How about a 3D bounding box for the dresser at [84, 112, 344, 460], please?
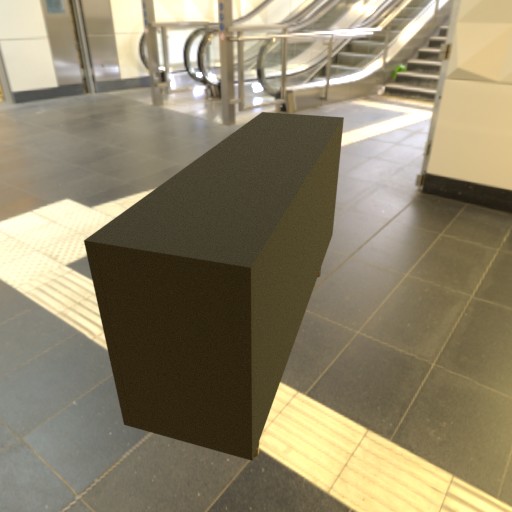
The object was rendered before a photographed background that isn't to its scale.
[{"bbox_3d":[0.000,0.000,1.915,0.463,0.872,1.558,9,31,15],"label":"dresser"}]
